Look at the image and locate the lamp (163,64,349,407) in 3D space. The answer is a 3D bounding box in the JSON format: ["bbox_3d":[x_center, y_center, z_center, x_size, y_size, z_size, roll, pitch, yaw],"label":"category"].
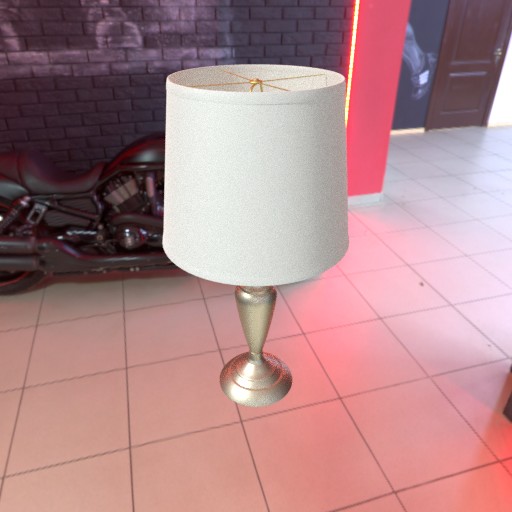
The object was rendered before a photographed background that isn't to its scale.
[{"bbox_3d":[0.000,0.000,0.814,0.328,0.619,0.328,0,30,0],"label":"lamp"}]
